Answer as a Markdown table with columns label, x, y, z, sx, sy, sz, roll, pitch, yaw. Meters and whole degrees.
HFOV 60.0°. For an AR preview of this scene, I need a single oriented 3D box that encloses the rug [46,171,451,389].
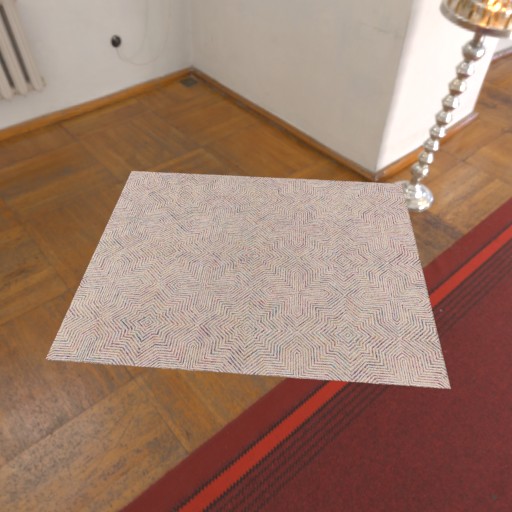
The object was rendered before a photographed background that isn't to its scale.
| label | x | y | z | sx | sy | sz | roll | pitch | yaw |
| --- | --- | --- | --- | --- | --- | --- | --- | --- | --- |
| rug | 0.000 | 0.000 | 4.152 | 3.046 | 0.008 | 2.442 | 3 | 47 | 3 |
